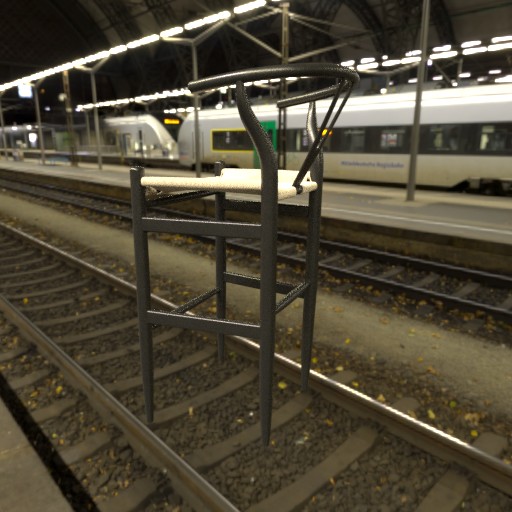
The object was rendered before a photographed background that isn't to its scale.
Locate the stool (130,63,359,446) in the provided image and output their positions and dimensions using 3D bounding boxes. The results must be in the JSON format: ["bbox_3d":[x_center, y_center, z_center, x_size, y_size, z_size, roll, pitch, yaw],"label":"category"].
[{"bbox_3d":[0.000,0.000,1.407,0.579,1.072,0.569,7,16,25],"label":"stool"}]
